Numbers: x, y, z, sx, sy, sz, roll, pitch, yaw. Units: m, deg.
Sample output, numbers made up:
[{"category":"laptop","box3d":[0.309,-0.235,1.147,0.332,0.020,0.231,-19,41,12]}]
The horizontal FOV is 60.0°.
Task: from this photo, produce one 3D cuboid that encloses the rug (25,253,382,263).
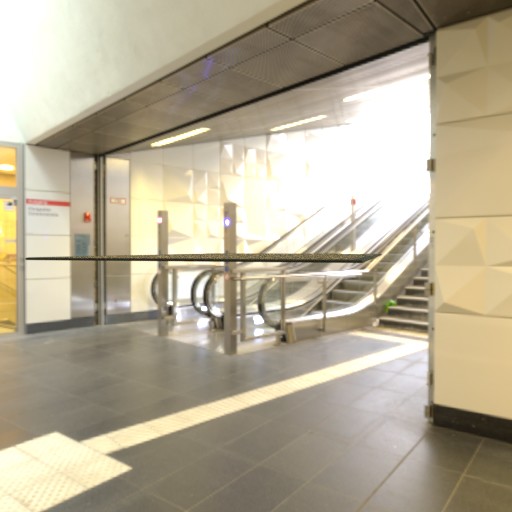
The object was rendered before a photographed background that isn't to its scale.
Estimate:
[{"category":"rug","box3d":[0.000,0.000,2.324,1.219,0.010,1.829,0,1,17]}]
